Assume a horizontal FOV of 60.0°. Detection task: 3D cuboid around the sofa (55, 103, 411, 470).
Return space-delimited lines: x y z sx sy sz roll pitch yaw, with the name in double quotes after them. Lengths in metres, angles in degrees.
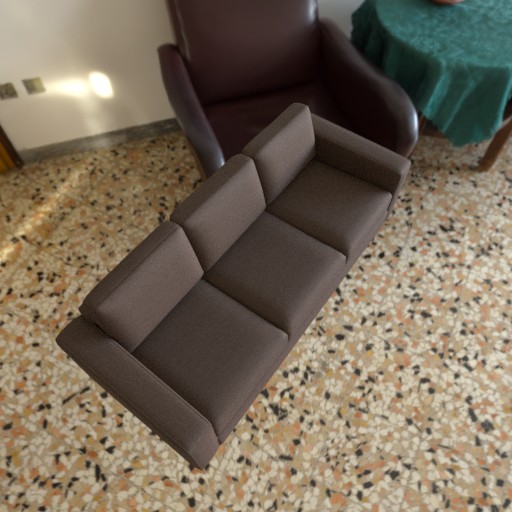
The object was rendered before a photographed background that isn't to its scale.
0.000 0.000 2.641 0.900 0.806 2.160 32 63 19 "sofa"
